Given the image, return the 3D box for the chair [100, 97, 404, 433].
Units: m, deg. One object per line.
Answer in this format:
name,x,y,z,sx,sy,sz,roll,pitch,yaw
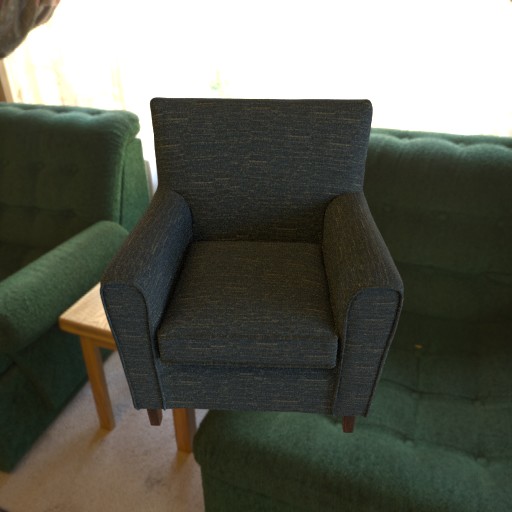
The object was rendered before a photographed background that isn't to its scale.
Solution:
chair,0.000,0.000,1.582,0.864,0.928,0.873,1,30,2
